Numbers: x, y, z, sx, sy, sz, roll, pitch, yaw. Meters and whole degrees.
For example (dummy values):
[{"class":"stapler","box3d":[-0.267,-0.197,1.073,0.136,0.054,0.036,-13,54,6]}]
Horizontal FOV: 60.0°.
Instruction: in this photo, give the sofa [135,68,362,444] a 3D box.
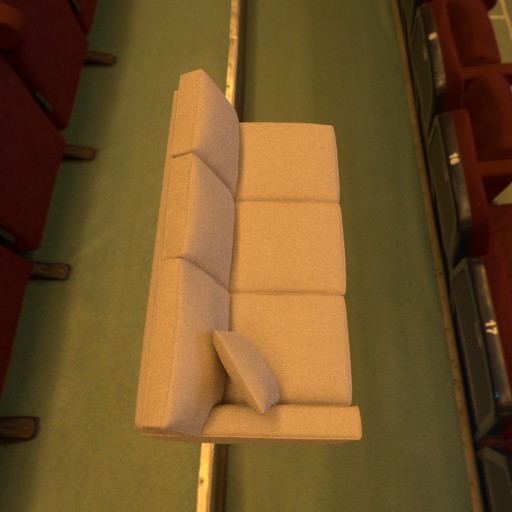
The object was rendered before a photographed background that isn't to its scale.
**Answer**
[{"class":"sofa","box3d":[0.000,0.000,2.544,1.034,0.946,1.962,1,65,0]}]
